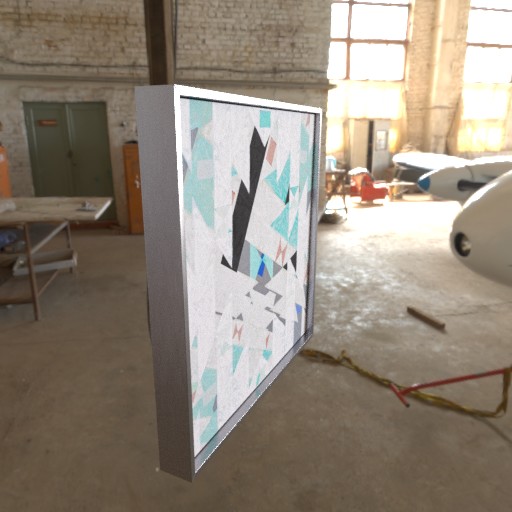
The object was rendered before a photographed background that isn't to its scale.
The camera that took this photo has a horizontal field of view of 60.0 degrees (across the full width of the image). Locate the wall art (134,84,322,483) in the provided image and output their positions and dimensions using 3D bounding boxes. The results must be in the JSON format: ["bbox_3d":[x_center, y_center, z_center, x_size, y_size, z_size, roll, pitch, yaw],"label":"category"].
[{"bbox_3d":[0.000,0.000,0.528,0.038,0.350,0.350,7,17,25],"label":"wall art"}]
